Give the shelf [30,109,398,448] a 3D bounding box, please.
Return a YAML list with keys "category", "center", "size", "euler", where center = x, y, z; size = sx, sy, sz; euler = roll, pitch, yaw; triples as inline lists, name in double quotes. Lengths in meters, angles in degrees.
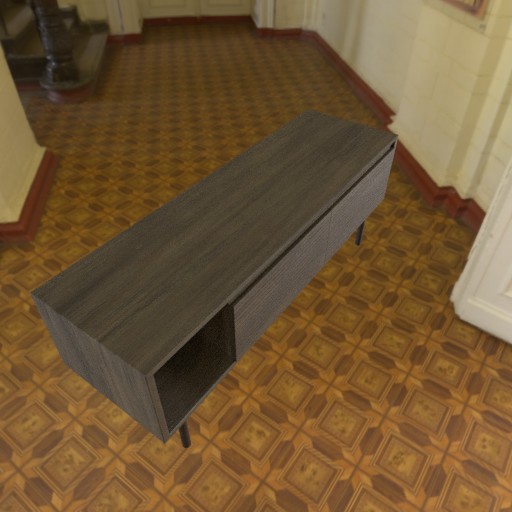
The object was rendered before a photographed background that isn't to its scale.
- category: "shelf"
  center: [0.000, 0.000, 1.530]
  size: [0.400, 0.495, 1.300]
  euler: [26, 48, 26]
